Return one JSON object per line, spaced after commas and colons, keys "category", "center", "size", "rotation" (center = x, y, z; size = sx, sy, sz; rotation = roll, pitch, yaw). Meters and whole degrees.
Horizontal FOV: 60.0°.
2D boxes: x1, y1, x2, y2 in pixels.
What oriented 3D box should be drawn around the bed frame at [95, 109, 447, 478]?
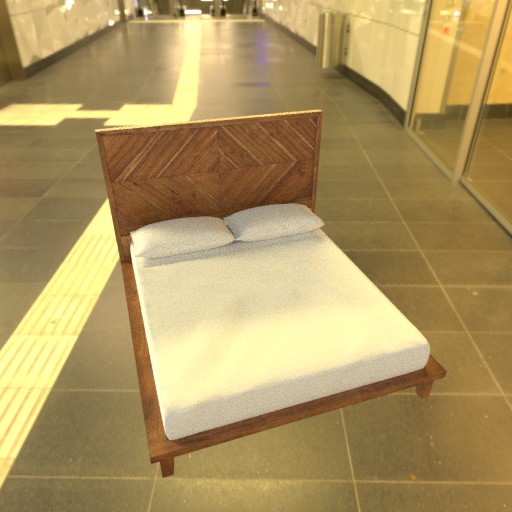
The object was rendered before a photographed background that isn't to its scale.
{"category": "bed frame", "center": [0.000, 0.000, 3.431], "size": [2.038, 1.537, 2.235], "rotation": [-10, 34, -16]}
